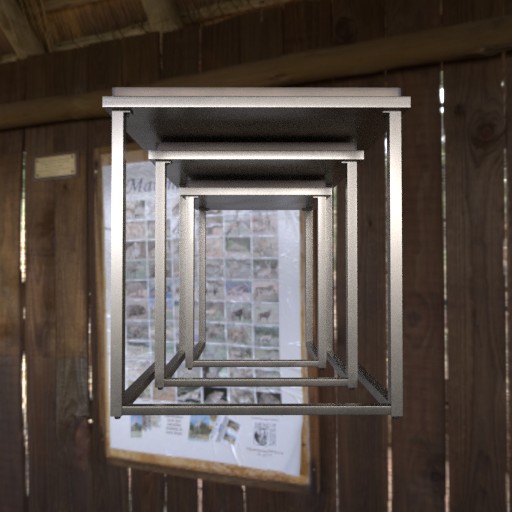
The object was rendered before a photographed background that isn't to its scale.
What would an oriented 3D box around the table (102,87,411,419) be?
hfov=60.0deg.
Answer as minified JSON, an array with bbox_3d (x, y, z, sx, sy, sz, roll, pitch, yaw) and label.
[{"bbox_3d":[0.000,0.000,1.151,0.559,0.610,0.706,0,-1,0],"label":"table"}]
